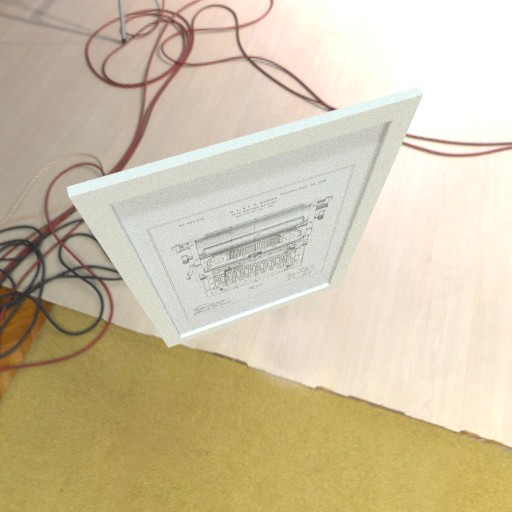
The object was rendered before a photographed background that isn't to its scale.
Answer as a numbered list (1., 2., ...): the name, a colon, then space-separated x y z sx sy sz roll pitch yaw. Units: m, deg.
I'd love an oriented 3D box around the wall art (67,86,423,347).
1. wall art: 0.000 0.000 0.687 0.381 0.533 0.013 -18 65 -9
